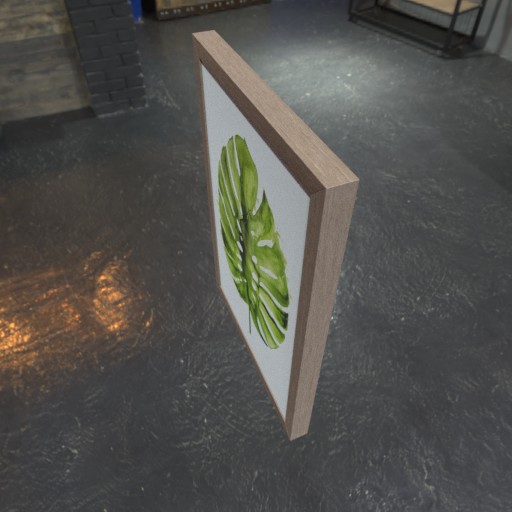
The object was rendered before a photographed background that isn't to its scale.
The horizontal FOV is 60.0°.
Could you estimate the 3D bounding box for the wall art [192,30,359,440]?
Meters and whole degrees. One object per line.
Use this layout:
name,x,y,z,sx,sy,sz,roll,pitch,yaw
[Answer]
wall art,0.000,0.000,0.653,0.032,0.510,0.358,-17,48,-16
